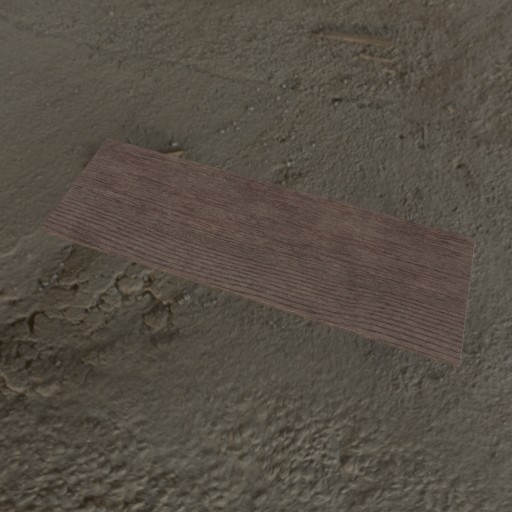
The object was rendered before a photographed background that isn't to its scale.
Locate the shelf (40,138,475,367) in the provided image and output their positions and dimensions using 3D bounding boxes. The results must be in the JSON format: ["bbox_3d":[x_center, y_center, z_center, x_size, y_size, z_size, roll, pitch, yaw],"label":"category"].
[{"bbox_3d":[0.000,0.000,0.705,0.610,0.125,0.200,17,61,10],"label":"shelf"}]
